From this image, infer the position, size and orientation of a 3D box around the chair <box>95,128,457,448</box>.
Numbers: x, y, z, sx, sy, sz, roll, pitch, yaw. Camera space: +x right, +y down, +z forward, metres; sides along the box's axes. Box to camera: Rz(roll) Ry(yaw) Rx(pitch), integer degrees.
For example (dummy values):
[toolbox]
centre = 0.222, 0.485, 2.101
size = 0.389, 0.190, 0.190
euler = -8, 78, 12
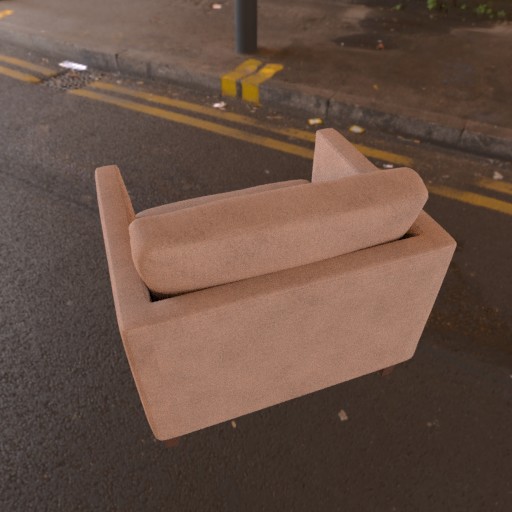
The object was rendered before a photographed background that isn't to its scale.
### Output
[chair]
centre = 0.000, 0.000, 1.842
size = 1.133, 0.961, 0.959
euler = -13, 44, -15
